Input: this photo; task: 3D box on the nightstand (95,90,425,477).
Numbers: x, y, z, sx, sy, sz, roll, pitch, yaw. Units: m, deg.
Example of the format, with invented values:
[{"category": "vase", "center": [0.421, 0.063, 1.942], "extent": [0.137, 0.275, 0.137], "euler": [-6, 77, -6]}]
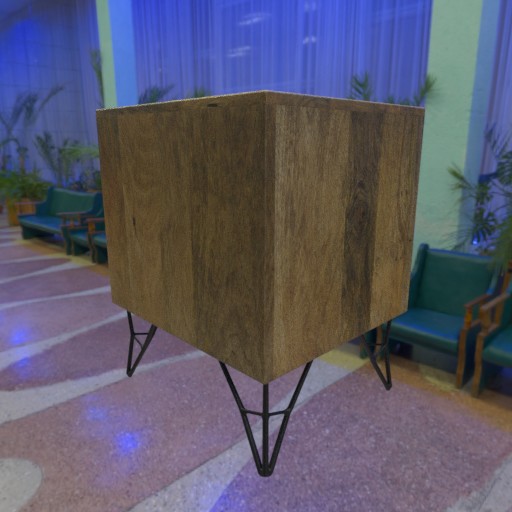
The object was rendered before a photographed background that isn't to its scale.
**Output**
[{"category": "nightstand", "center": [0.000, 0.000, 0.884], "extent": [0.406, 0.559, 0.457], "euler": [-13, 20, -42]}]
